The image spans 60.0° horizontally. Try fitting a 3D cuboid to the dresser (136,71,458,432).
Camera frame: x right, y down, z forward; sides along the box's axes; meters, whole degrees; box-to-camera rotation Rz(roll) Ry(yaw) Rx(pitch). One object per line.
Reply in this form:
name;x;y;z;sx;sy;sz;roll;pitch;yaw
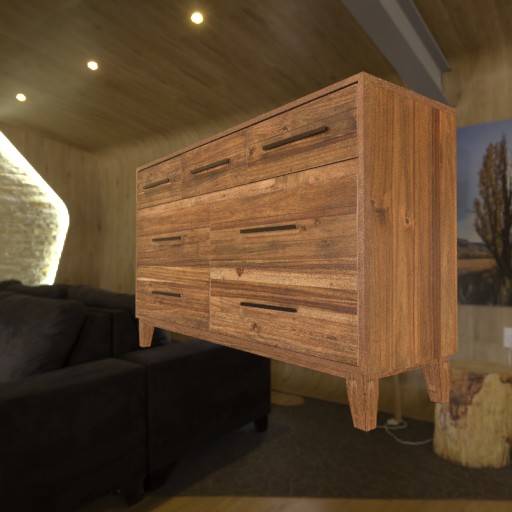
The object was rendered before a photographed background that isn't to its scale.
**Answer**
dresser;0.000;0.000;1.746;0.446;0.873;1.400;1;-1;-37
